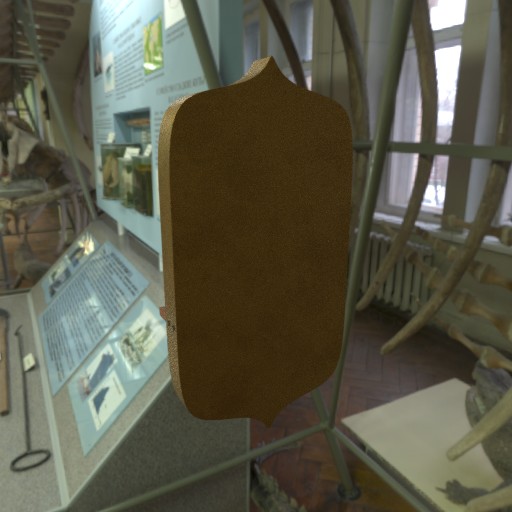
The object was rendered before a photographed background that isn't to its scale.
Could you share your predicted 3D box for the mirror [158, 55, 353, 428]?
[{"bbox_3d":[0.000,0.000,0.750,0.323,0.613,0.096,-8,17,-28],"label":"mirror"}]
